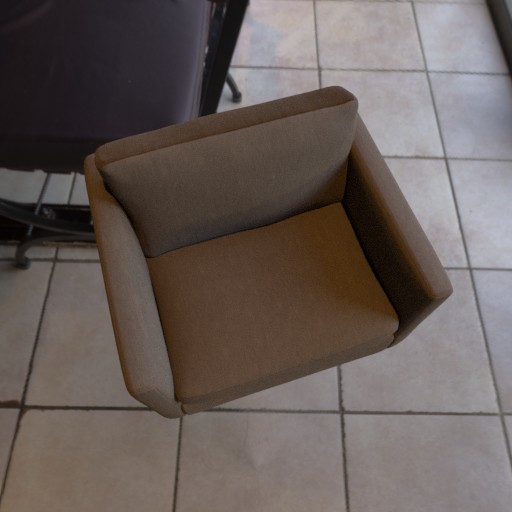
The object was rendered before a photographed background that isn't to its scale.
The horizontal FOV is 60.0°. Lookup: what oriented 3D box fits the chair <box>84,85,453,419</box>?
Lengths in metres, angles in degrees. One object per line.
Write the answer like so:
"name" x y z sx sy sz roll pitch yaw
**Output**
"chair" 0.000 0.000 1.785 1.107 0.963 0.959 -16 65 -8
